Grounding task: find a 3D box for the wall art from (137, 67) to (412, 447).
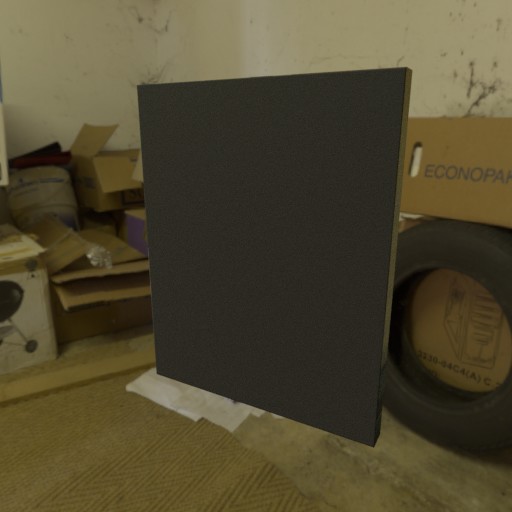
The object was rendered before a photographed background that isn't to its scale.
[{"bbox_3d":[0.000,0.000,0.813,0.489,0.608,0.040,9,18,28],"label":"wall art"}]
